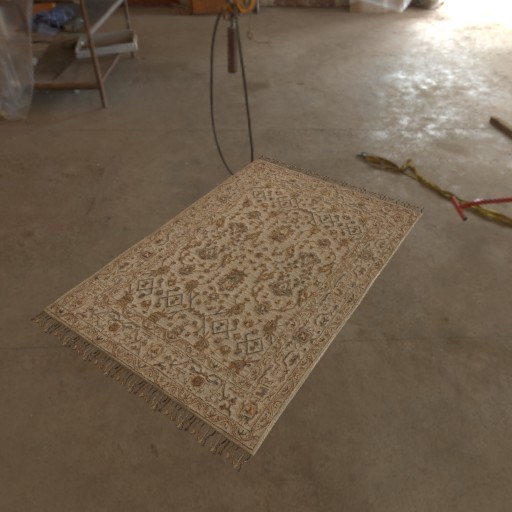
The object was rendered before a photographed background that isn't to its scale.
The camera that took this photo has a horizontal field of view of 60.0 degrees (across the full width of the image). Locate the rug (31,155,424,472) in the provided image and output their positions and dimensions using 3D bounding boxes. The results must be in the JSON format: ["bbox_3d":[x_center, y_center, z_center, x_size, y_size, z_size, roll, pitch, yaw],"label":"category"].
[{"bbox_3d":[0.000,0.000,2.997,1.529,0.027,2.434,24,46,26],"label":"rug"}]
